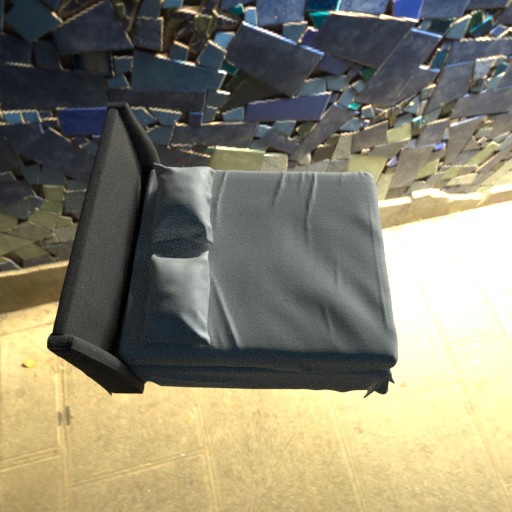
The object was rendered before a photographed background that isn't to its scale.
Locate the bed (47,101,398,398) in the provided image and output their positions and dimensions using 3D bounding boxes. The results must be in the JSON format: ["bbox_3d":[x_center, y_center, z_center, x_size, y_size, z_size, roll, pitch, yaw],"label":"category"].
[{"bbox_3d":[0.000,0.000,3.417,2.276,1.332,1.925,1,62,1],"label":"bed"}]
